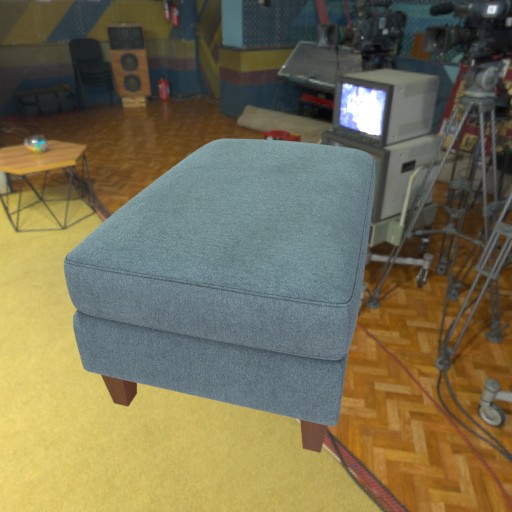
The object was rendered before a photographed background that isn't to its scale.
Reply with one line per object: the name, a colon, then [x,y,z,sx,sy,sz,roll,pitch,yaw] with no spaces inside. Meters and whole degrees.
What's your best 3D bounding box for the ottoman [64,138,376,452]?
ottoman: [0.000,0.000,1.225,0.584,0.483,0.864,8,31,13]
